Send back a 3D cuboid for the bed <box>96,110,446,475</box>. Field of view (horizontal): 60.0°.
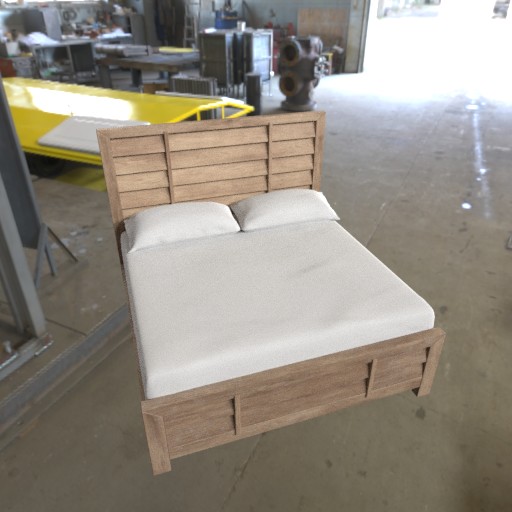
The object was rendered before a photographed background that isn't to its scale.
[{"bbox_3d":[0.000,0.000,3.439,2.032,1.626,2.062,-10,32,-16],"label":"bed"}]
